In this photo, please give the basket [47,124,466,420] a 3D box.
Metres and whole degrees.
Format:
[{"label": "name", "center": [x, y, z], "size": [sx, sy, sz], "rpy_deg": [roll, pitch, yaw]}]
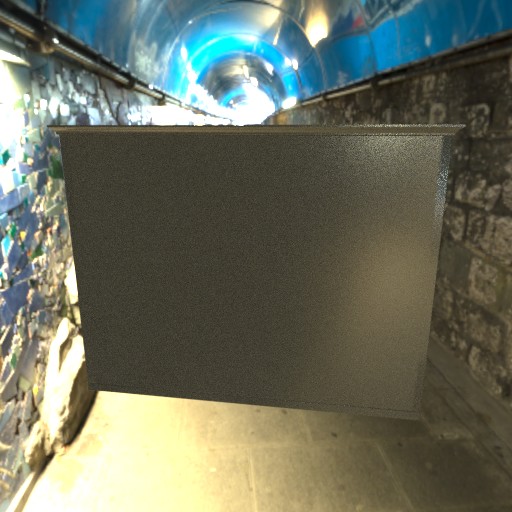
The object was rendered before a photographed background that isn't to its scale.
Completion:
[{"label": "basket", "center": [0.000, 0.000, 1.064], "size": [0.780, 0.600, 0.350], "rpy_deg": [2, 16, 8]}]
